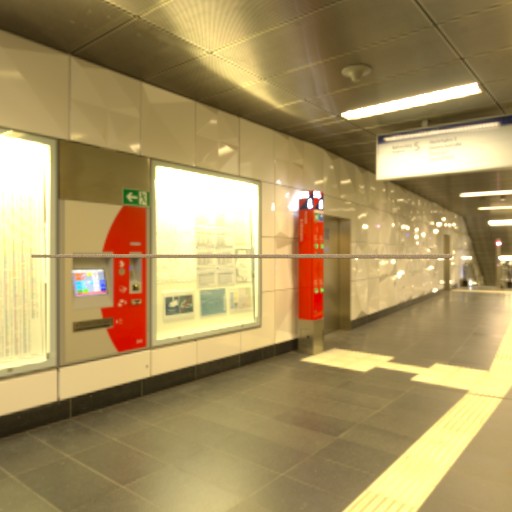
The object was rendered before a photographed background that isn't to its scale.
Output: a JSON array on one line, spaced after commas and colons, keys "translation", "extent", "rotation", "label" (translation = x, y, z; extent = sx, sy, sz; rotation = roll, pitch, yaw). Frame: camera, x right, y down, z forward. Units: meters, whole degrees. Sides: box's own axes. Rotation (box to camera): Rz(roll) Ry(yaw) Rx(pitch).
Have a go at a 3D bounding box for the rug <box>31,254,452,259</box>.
[{"translation": [0.000, 0.000, 2.366], "extent": [1.828, 0.015, 1.222], "rotation": [0, 0, 19], "label": "rug"}]
